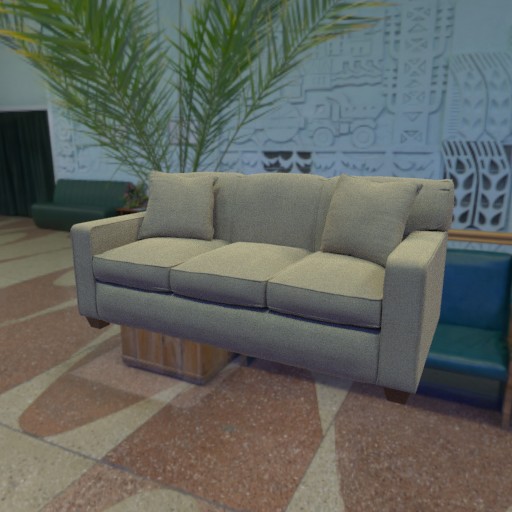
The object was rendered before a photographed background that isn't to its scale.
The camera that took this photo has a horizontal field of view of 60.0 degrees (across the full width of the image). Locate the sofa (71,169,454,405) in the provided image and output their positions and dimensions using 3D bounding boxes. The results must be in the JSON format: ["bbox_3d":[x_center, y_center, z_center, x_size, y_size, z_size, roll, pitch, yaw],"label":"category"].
[{"bbox_3d":[0.000,0.000,2.608,2.024,0.958,0.997,7,15,27],"label":"sofa"}]
